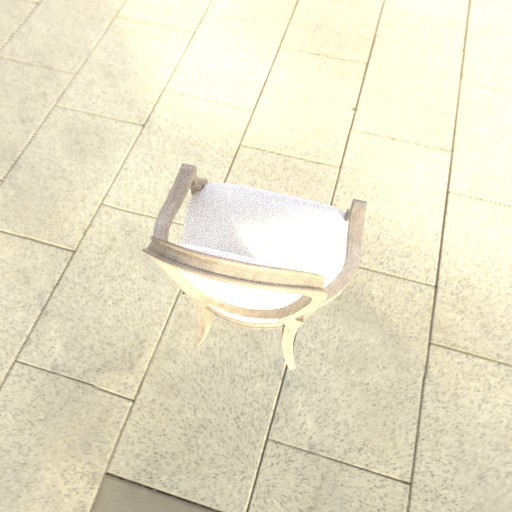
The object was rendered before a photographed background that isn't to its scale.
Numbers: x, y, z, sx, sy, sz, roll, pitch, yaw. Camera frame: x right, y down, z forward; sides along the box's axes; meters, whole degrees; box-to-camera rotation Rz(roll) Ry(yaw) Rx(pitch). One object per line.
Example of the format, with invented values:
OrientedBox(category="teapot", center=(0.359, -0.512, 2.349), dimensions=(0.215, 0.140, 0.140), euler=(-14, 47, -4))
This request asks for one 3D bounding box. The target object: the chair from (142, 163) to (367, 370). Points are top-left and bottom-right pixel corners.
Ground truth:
OrientedBox(category="chair", center=(0.000, 0.000, 1.396), dimensions=(0.611, 0.991, 0.602), euler=(13, 64, 6))
